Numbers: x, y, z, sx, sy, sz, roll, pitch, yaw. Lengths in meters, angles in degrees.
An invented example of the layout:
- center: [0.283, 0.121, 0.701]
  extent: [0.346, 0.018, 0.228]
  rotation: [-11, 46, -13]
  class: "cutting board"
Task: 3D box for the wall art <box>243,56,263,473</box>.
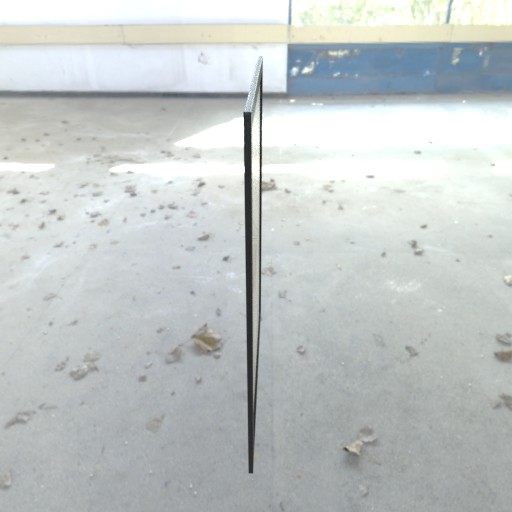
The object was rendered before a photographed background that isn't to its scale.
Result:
- center: [0.000, 0.000, 1.269]
  extent: [0.013, 0.967, 0.707]
  rotation: [1, 31, 2]
  class: "wall art"
